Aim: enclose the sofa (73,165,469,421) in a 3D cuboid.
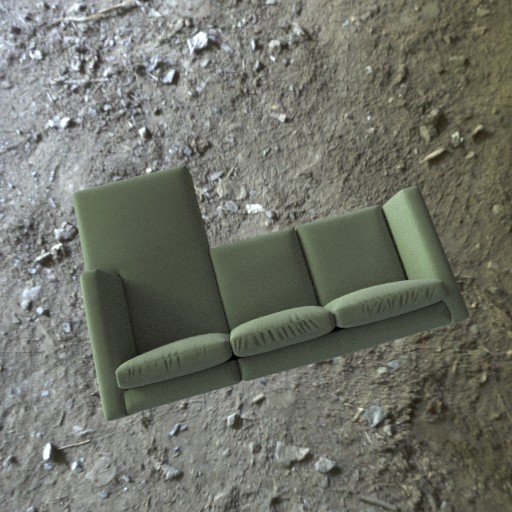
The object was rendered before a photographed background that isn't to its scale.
[{"bbox_3d":[0.000,0.000,3.038,2.300,0.860,1.580,-15,76,-4],"label":"sofa"}]
